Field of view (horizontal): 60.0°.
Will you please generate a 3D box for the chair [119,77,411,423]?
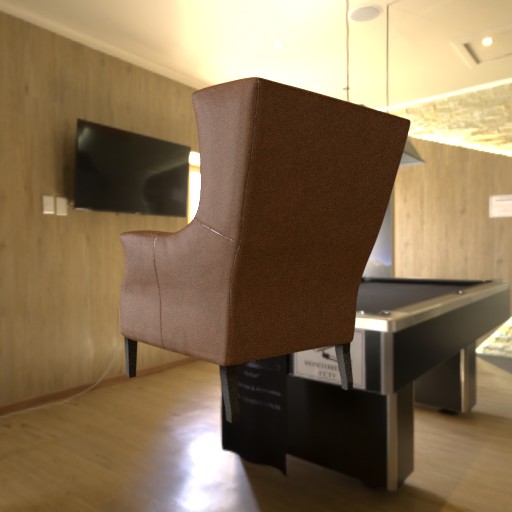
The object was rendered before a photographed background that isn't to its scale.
[{"bbox_3d":[0.000,0.000,1.717,0.852,1.016,0.925,-1,2,-36],"label":"chair"}]
